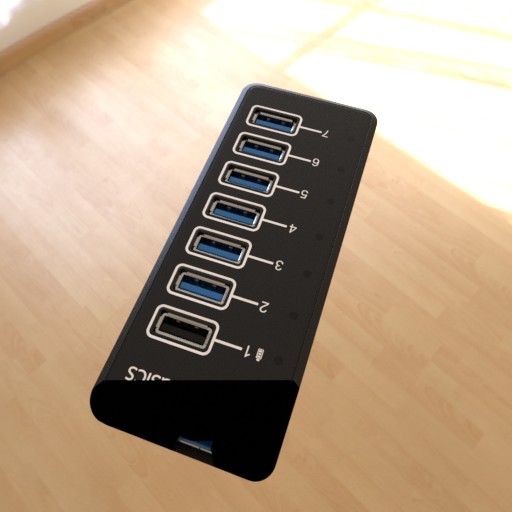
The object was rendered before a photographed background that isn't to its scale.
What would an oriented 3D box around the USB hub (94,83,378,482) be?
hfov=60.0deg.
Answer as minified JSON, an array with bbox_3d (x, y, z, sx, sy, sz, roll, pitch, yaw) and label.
[{"bbox_3d":[0.000,0.000,0.127,0.044,0.023,0.110,17,64,9],"label":"USB hub"}]
